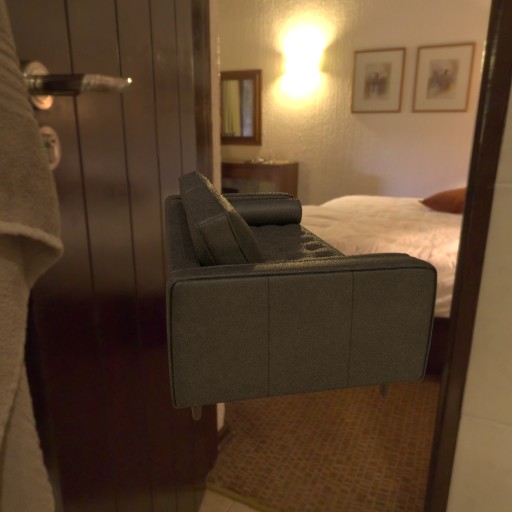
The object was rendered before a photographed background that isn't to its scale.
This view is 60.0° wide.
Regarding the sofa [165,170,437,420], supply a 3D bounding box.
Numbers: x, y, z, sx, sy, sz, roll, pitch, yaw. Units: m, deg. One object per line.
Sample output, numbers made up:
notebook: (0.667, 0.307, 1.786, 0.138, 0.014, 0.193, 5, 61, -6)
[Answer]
sofa: (0.000, 0.000, 2.308, 0.921, 0.770, 1.879, -3, 16, -11)
